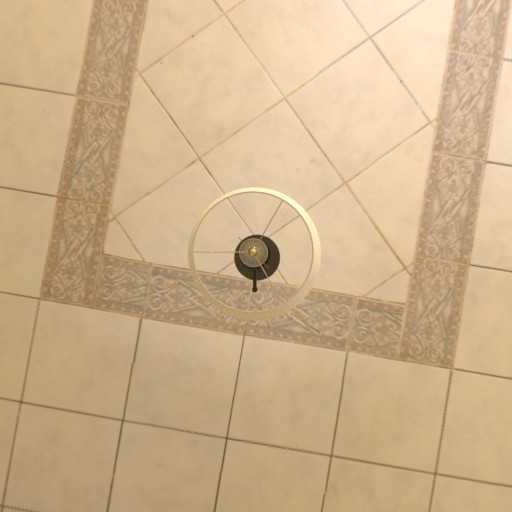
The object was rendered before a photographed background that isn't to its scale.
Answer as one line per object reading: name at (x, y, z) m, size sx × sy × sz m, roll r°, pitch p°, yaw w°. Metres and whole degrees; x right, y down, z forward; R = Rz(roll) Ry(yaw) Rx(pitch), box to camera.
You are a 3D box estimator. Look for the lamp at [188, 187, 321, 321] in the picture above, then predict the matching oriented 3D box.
lamp at (0.000, 0.000, 1.633) m, size 0.348 × 1.473 × 0.348 m, roll 0°, pitch 89°, yaw 0°
